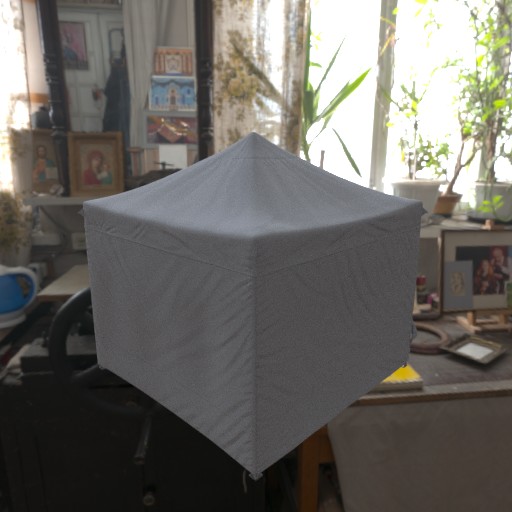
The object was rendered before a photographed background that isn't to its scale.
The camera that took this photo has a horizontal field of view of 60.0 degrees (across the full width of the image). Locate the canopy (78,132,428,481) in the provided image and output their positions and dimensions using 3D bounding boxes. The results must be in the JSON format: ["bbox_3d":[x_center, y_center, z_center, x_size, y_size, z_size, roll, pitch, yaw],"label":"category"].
[{"bbox_3d":[0.000,0.000,5.559,3.043,2.997,3.121,14,20,42],"label":"canopy"}]
